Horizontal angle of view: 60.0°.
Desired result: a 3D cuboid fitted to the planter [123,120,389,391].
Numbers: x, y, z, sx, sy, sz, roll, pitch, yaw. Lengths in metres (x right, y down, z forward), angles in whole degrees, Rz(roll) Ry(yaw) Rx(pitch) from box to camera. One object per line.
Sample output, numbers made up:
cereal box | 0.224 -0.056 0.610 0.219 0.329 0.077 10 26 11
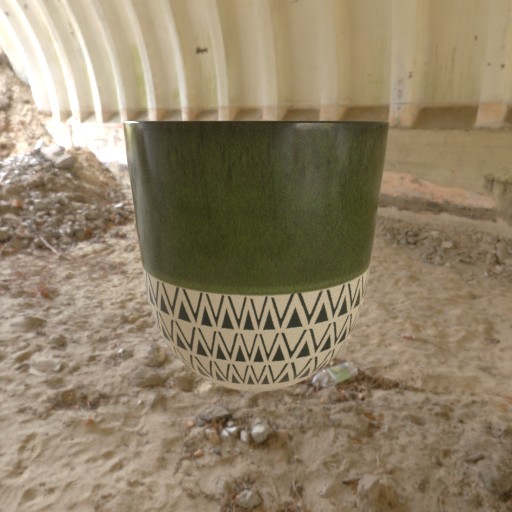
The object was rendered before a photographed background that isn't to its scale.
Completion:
planter | 0.000 0.000 0.463 0.245 0.270 0.245 0 17 0
